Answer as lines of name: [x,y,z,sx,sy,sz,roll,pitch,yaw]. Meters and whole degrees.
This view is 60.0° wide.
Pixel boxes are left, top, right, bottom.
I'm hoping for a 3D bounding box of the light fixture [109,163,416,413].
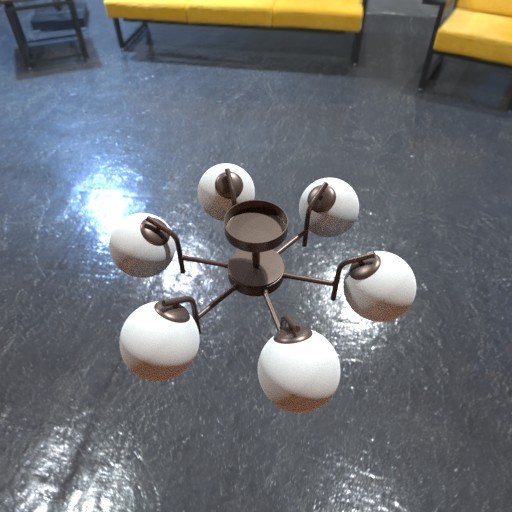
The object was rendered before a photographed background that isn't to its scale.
light fixture: [0.000,0.000,0.930,0.662,0.201,0.662,0,46,0]
